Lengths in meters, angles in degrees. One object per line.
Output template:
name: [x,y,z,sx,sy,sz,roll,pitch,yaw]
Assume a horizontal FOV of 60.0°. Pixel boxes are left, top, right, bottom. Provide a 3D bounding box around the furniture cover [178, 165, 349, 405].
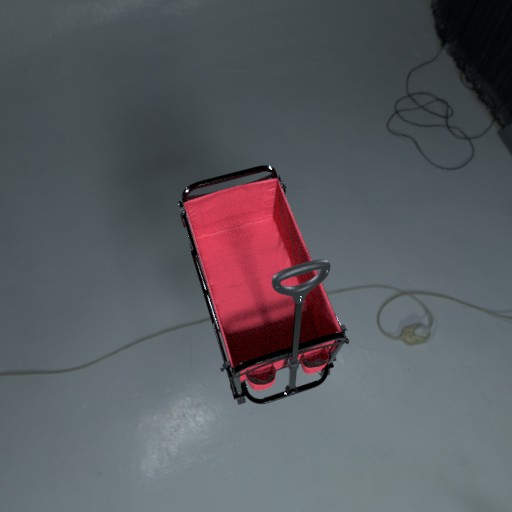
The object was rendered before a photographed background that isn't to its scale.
furniture cover: [0.000,0.000,1.820,0.532,1.295,1.038,-16,64,-8]
